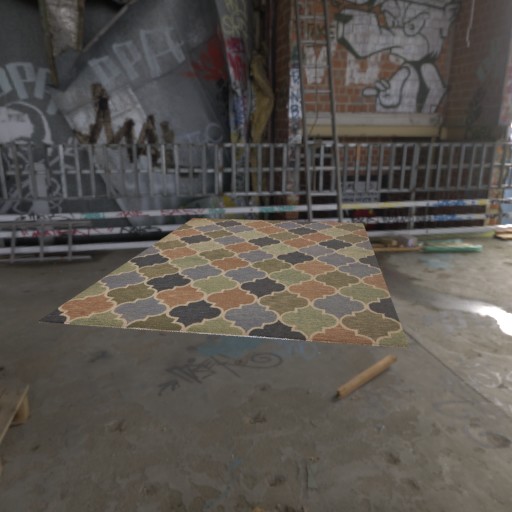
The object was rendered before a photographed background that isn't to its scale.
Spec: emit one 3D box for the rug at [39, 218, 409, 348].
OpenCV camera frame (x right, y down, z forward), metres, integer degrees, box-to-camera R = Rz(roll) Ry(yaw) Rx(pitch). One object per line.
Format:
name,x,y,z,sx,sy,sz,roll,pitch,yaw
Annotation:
rug,0.000,0.000,2.291,1.216,0.006,1.828,2,16,8
